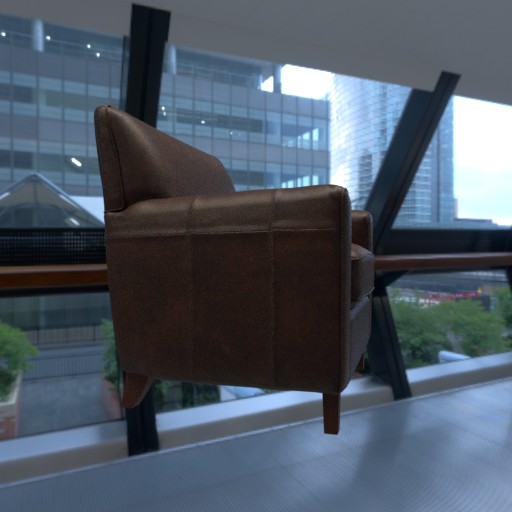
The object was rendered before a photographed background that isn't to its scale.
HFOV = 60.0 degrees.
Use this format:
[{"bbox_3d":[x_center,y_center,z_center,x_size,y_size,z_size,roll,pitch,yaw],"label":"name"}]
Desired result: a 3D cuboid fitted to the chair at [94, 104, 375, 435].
[{"bbox_3d":[0.000,0.000,1.630,0.823,0.943,0.870,0,0,19],"label":"chair"}]
